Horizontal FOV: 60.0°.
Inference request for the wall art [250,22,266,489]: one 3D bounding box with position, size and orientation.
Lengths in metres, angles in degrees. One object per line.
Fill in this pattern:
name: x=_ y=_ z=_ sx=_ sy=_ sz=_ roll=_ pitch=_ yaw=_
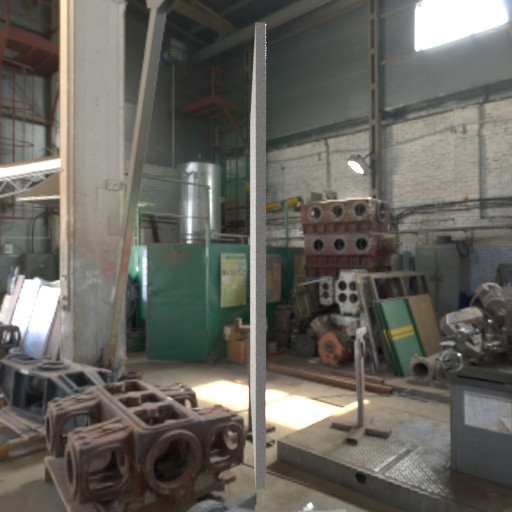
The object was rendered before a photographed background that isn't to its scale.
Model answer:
wall art: x=0.000 y=0.000 z=0.613 sx=0.010 sy=0.474 sz=0.325 roll=0 pitch=0 yaw=-2
